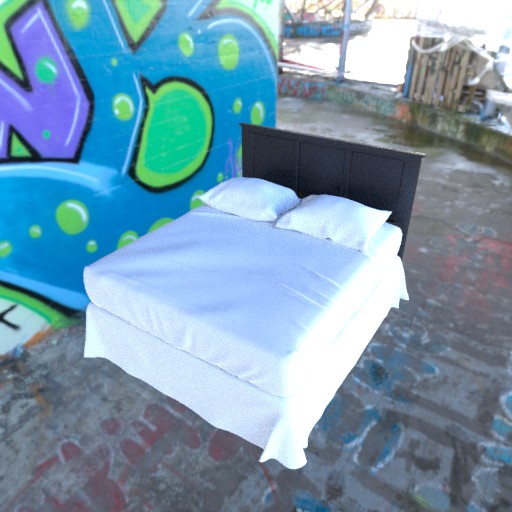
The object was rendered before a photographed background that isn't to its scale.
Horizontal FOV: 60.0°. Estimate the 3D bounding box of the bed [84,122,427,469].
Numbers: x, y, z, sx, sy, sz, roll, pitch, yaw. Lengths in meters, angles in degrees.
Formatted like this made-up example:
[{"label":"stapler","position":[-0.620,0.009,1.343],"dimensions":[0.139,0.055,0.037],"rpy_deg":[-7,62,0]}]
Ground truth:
[{"label":"bed","position":[0.000,0.000,3.232],"dimensions":[1.870,1.270,2.050],"rpy_deg":[19,36,28]}]
